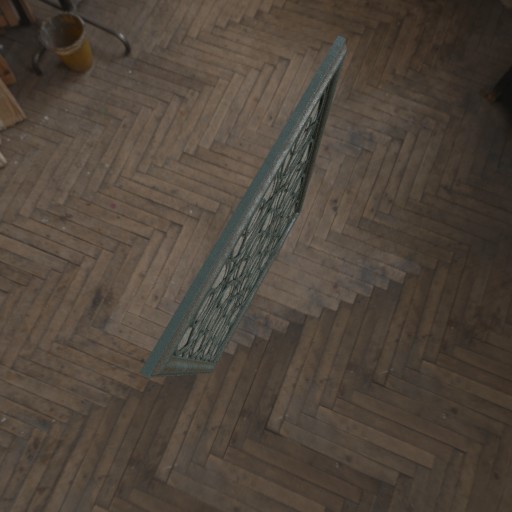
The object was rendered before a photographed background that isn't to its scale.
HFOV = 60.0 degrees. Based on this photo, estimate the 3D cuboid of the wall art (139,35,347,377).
[{"bbox_3d":[0.000,0.000,1.303,0.030,0.983,0.767,28,77,7],"label":"wall art"}]
